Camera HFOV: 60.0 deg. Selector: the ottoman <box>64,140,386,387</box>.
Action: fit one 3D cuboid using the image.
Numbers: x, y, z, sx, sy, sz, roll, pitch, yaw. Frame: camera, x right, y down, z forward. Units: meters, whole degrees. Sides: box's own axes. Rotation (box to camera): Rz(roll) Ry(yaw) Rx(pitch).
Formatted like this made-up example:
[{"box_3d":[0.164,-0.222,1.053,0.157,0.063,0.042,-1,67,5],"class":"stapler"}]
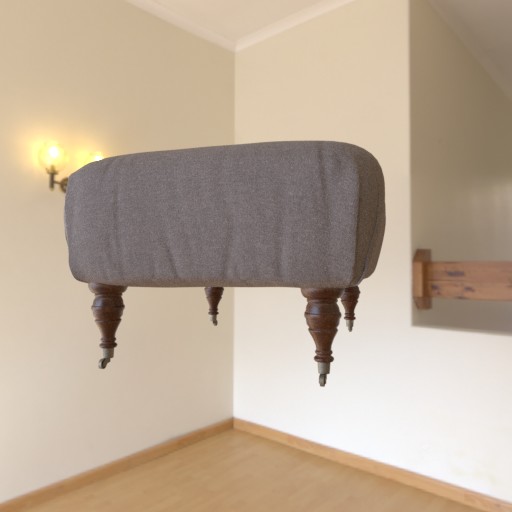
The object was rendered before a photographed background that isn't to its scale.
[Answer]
[{"box_3d":[0.000,0.000,1.107,0.622,0.450,0.747,0,-1,16],"class":"ottoman"}]
